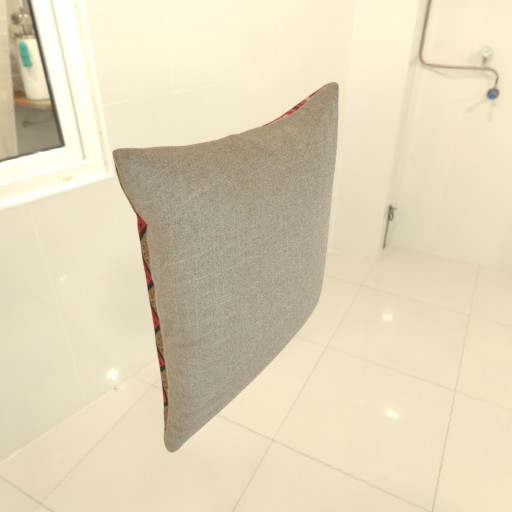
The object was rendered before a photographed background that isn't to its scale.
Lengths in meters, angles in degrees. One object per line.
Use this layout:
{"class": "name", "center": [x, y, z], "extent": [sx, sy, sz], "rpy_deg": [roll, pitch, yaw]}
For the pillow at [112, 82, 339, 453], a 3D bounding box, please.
{"class": "pillow", "center": [0.000, 0.000, 0.773], "extent": [0.158, 0.511, 0.513], "rpy_deg": [20, 37, 29]}
